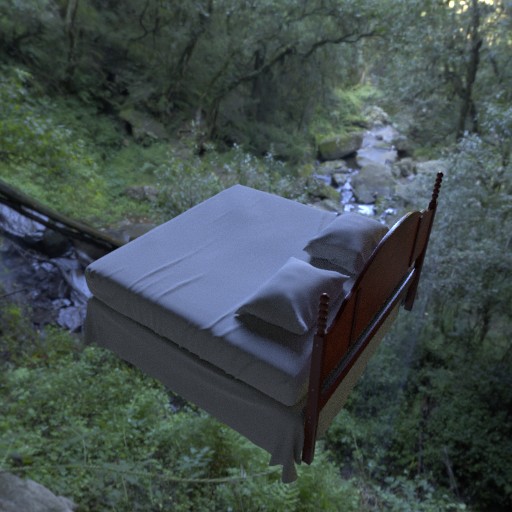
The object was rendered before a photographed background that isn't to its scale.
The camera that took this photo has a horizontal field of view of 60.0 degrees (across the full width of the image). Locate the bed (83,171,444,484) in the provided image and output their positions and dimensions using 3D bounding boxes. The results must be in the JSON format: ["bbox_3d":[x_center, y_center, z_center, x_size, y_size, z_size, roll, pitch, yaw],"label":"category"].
[{"bbox_3d":[0.000,0.000,3.642,2.219,1.355,2.322,21,39,29],"label":"bed"}]
